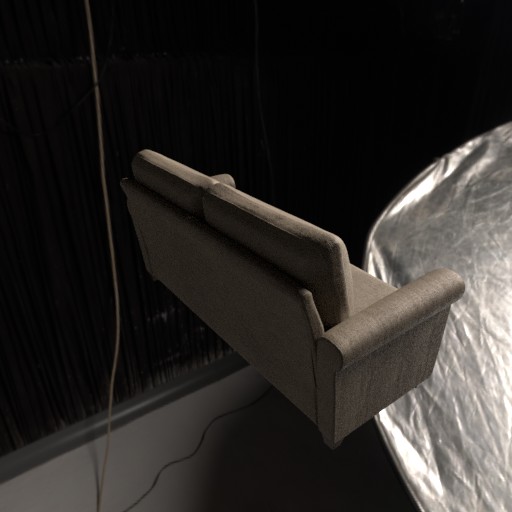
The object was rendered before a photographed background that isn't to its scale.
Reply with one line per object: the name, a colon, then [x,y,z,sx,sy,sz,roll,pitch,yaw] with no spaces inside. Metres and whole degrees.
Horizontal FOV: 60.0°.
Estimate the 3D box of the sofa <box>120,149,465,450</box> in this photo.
sofa: [0.000,0.000,2.443,0.842,0.942,1.935,-19,33,-32]
